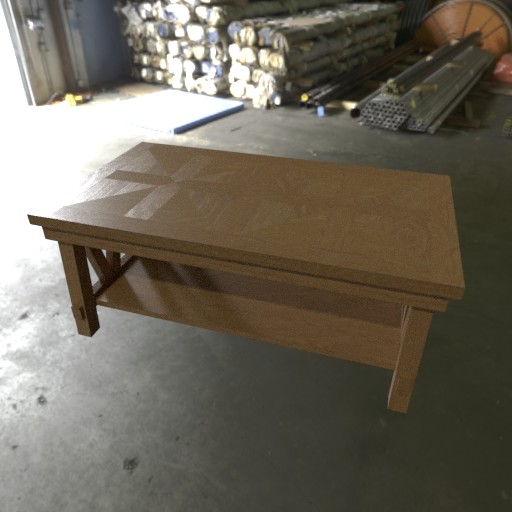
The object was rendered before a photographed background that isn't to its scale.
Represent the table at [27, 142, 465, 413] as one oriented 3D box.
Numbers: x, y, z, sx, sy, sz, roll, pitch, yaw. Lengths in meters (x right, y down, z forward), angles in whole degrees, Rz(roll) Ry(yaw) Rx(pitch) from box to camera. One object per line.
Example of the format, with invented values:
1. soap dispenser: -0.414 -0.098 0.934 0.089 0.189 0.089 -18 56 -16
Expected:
1. table: 0.000 0.000 1.640 1.270 0.507 0.711 10 34 14
